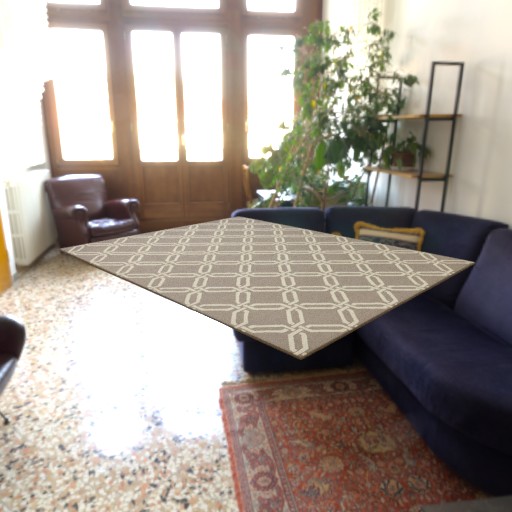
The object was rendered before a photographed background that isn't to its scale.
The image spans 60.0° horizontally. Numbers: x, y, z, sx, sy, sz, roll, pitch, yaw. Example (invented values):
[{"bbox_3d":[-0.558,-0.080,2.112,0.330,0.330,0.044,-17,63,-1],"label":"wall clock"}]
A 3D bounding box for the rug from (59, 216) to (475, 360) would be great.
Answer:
[{"bbox_3d":[0.000,0.000,3.905,2.895,0.018,2.288,15,22,43],"label":"rug"}]
